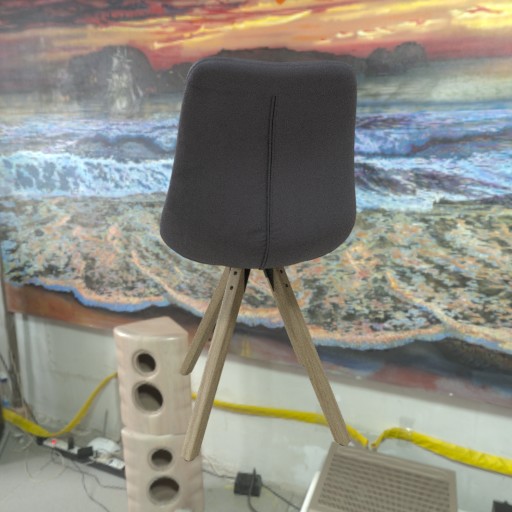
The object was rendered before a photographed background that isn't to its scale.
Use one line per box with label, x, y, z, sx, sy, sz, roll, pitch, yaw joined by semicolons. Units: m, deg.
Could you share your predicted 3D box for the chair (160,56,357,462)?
chair;0.000;0.000;1.158;0.483;0.865;0.547;-2;13;-8
